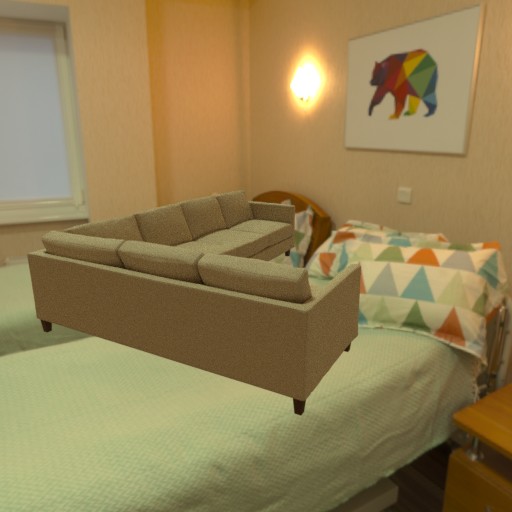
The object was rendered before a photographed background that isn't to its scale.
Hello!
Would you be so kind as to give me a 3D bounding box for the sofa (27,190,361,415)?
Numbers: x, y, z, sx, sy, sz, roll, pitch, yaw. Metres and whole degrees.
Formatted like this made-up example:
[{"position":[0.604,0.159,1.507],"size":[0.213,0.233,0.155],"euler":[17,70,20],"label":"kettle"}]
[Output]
[{"position":[0.000,0.000,4.343],"size":[2.432,0.863,3.182],"euler":[9,18,28],"label":"sofa"}]
